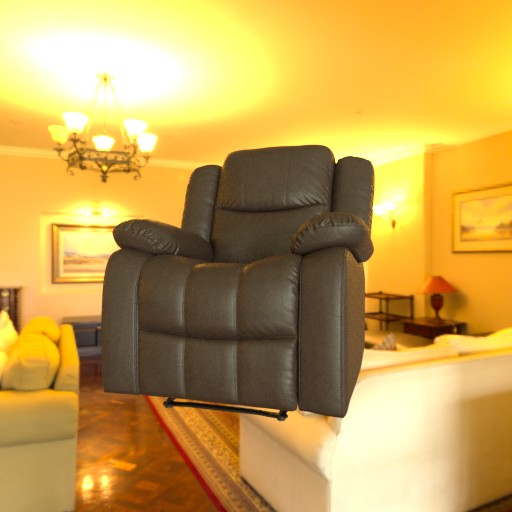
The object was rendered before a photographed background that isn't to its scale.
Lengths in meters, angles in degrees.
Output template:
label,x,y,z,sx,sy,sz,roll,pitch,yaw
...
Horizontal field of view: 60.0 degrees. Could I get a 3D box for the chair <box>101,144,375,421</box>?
label,x,y,z,sx,sy,sz,roll,pitch,yaw
chair,0.000,0.000,1.754,0.899,1.009,0.934,0,0,18
